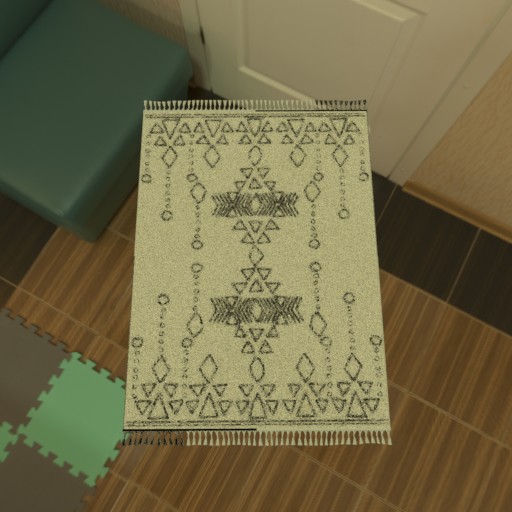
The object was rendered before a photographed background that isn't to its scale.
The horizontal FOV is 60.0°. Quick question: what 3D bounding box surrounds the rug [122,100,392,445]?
[{"bbox_3d":[0.000,0.000,2.904,1.600,0.013,2.312,0,76,0],"label":"rug"}]
